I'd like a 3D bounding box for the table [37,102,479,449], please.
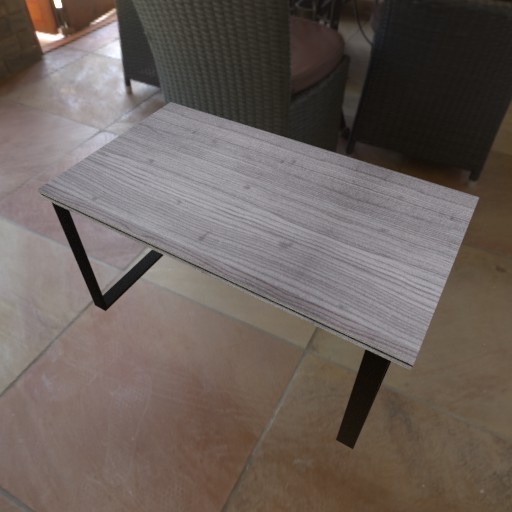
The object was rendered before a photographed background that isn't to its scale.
[{"bbox_3d":[0.000,0.000,2.075,1.579,0.736,0.881,23,50,21],"label":"table"}]
